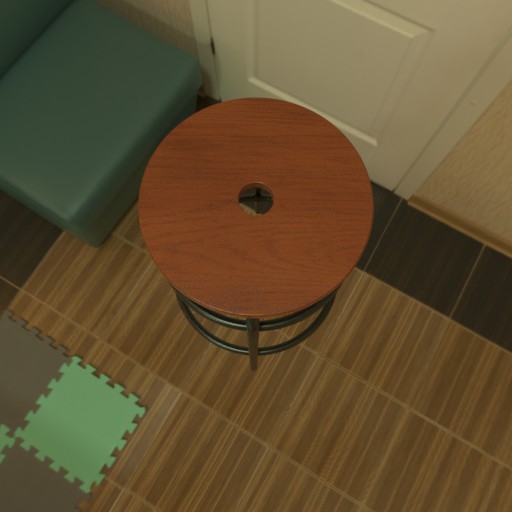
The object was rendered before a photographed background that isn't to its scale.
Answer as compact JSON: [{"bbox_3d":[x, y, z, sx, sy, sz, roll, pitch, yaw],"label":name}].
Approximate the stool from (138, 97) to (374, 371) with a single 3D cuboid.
[{"bbox_3d":[0.000,0.000,0.923,0.455,0.610,0.455,1,75,0],"label":"stool"}]
